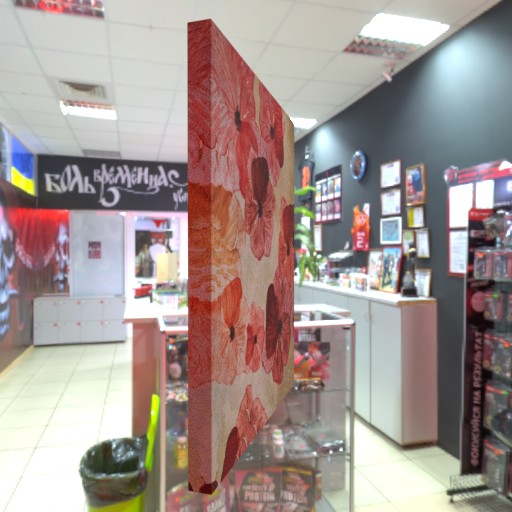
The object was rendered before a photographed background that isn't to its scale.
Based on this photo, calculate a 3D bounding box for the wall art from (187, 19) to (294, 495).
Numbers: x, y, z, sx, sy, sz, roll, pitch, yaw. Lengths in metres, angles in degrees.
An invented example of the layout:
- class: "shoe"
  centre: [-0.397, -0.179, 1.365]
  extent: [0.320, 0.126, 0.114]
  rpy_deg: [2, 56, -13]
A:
- class: "wall art"
  centre: [0.000, 0.000, 0.669]
  extent: [0.028, 0.508, 0.406]
  rpy_deg: [0, 1, 17]
